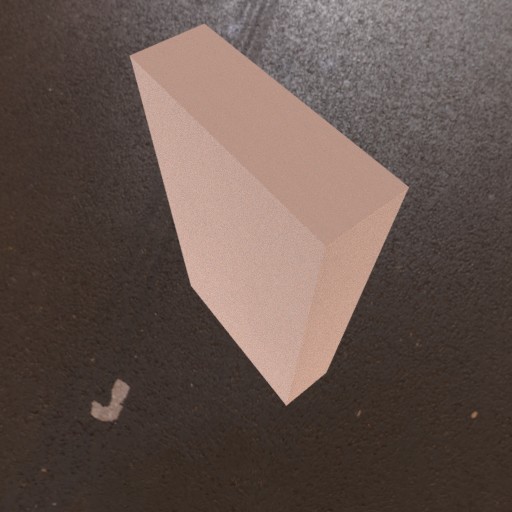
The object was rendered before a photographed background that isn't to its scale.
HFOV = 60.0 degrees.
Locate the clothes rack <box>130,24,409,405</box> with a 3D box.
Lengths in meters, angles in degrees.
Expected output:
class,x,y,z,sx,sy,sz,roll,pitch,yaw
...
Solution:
class,x,y,z,sx,sy,sz,roll,pitch,yaw
clothes rack,0.000,0.000,1.585,0.250,1.280,0.750,-34,64,-19
